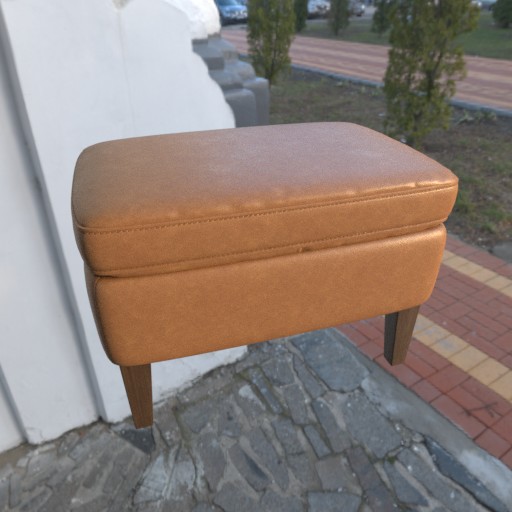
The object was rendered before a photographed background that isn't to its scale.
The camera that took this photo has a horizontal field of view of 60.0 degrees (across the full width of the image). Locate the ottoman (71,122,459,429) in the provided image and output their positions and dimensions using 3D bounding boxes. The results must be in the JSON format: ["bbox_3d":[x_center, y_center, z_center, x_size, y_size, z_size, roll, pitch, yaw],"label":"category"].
[{"bbox_3d":[0.000,0.000,0.954,0.670,0.480,0.420,-9,32,-15],"label":"ottoman"}]
